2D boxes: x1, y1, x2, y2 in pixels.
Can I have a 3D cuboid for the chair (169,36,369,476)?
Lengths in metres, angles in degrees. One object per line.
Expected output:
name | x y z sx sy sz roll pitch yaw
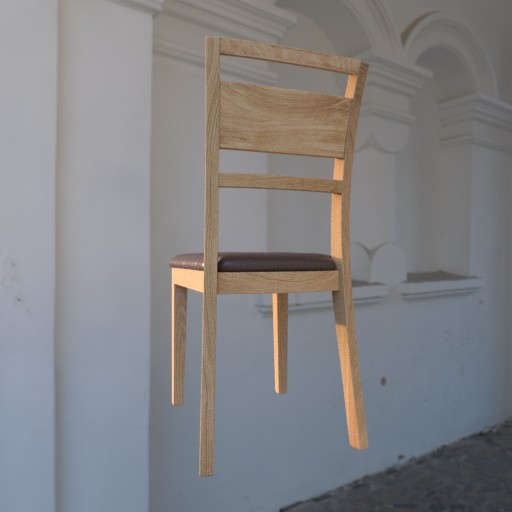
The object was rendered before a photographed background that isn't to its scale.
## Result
chair | 0.000 0.000 1.232 0.420 0.940 0.545 0 0 -20
